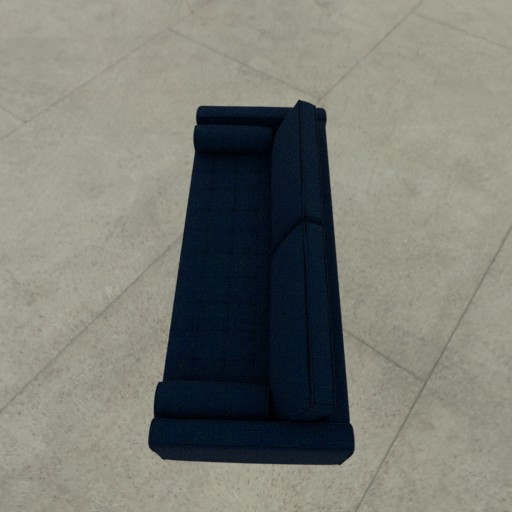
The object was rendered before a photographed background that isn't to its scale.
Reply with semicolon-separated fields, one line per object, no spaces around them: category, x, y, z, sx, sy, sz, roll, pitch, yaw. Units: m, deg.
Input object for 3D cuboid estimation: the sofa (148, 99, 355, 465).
sofa;0.000;0.000;2.631;0.914;0.762;2.210;1;58;1
